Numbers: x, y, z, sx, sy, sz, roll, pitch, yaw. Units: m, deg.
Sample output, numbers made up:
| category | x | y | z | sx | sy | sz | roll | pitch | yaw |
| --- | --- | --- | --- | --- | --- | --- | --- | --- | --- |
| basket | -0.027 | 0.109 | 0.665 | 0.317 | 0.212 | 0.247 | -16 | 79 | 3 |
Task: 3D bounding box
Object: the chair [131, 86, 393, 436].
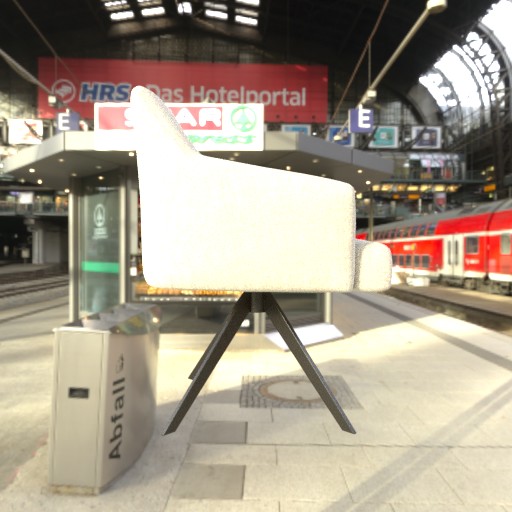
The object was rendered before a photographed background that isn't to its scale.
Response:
| category | x | y | z | sx | sy | sz | roll | pitch | yaw |
| --- | --- | --- | --- | --- | --- | --- | --- | --- | --- |
| chair | 0.000 | 0.000 | 1.332 | 0.677 | 0.874 | 0.642 | 0 | 1 | -1 |
